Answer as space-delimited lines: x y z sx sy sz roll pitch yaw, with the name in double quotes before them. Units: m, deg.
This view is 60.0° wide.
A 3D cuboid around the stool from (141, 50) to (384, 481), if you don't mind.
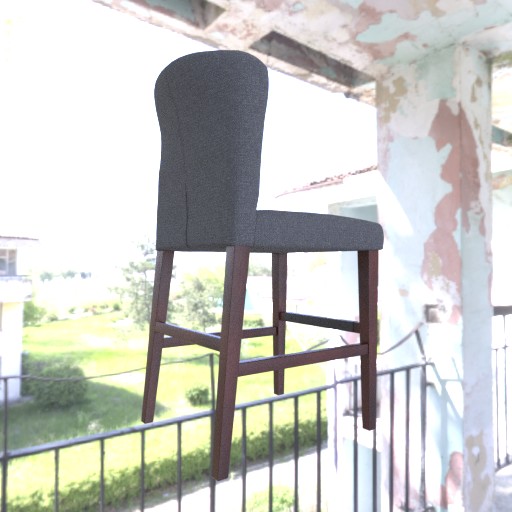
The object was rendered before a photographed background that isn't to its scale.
"stool" 0.000 0.000 1.274 0.568 0.968 0.479 1 -1 -35
